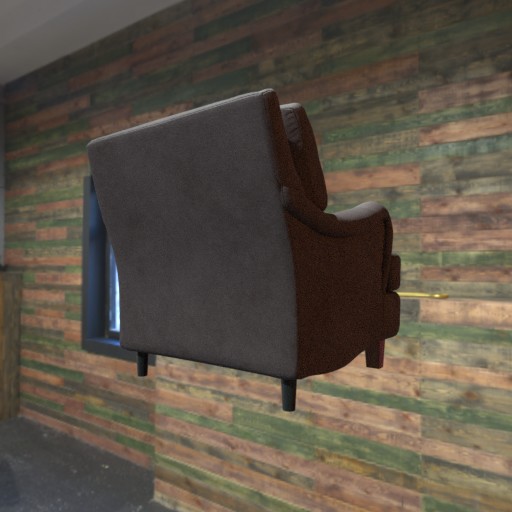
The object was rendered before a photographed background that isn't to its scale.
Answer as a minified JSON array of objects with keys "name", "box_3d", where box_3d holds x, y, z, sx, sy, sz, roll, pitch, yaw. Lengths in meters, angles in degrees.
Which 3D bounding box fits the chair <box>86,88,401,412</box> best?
[{"name":"chair","box_3d":[0.000,0.000,1.880,0.955,0.997,1.070,-1,-2,37]}]
